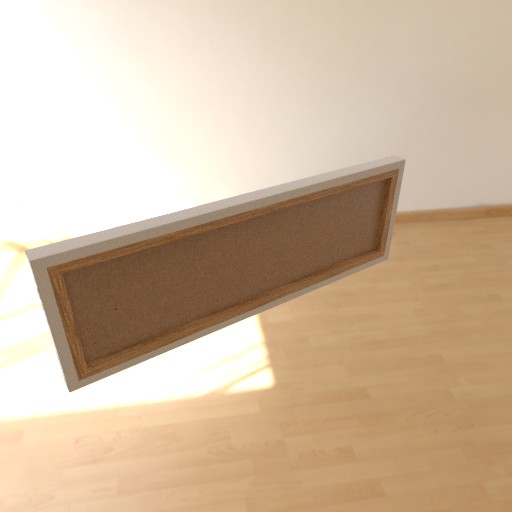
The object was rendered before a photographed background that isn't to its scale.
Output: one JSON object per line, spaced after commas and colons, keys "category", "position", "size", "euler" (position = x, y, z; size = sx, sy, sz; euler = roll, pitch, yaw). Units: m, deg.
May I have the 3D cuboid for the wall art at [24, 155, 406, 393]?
{"category": "wall art", "position": [0.000, 0.000, 0.860], "size": [0.763, 0.255, 0.038], "euler": [-19, 36, -29]}
